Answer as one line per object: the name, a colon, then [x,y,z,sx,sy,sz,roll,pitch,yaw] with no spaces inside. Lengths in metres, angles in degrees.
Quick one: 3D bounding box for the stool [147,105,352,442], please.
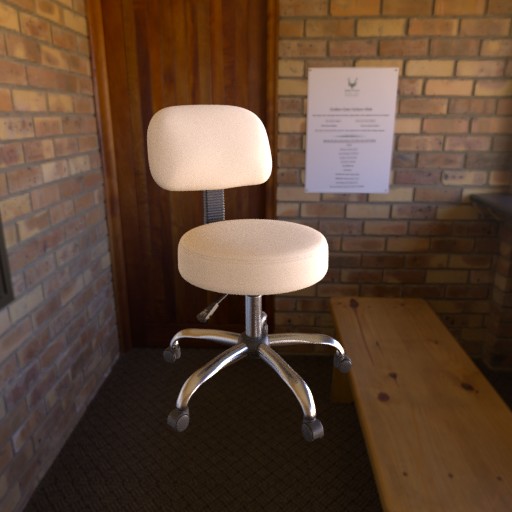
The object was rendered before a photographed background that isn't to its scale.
stool: [0.000,0.000,1.231,0.609,0.810,0.616,-10,20,-28]
